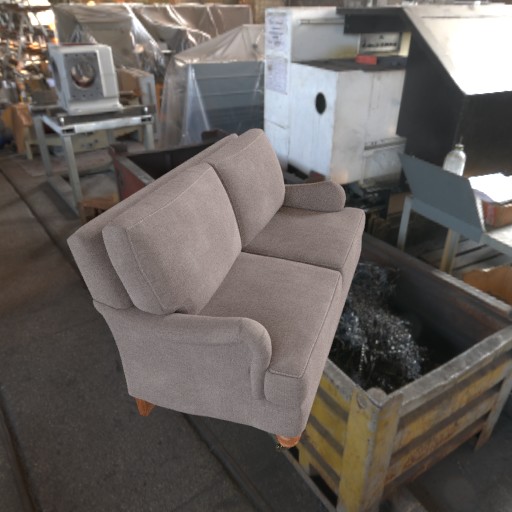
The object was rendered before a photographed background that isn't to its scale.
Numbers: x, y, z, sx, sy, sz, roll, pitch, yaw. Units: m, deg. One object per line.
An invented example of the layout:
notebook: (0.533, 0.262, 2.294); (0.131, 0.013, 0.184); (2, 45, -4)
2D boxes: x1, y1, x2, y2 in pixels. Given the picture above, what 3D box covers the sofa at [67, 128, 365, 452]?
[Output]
sofa: (0.000, 0.000, 2.646); (1.084, 1.101, 1.853); (10, 31, 17)
